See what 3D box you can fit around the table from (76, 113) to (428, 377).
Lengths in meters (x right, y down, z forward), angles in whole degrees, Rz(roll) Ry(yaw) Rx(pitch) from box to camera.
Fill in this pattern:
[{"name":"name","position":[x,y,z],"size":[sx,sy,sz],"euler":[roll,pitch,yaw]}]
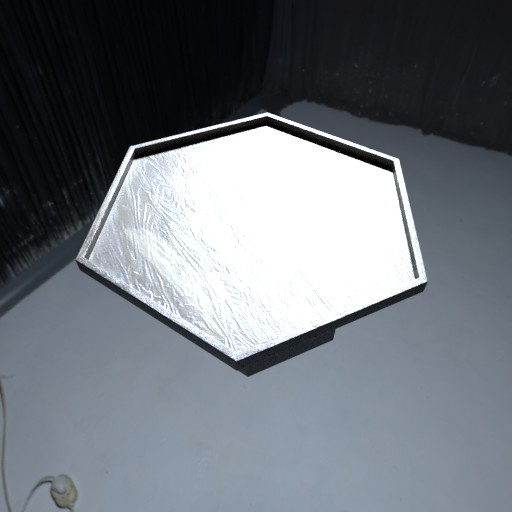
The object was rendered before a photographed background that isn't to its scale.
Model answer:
[{"name":"table","position":[0.000,0.000,1.576],"size":[1.115,0.488,0.966],"euler":[27,53,23]}]
